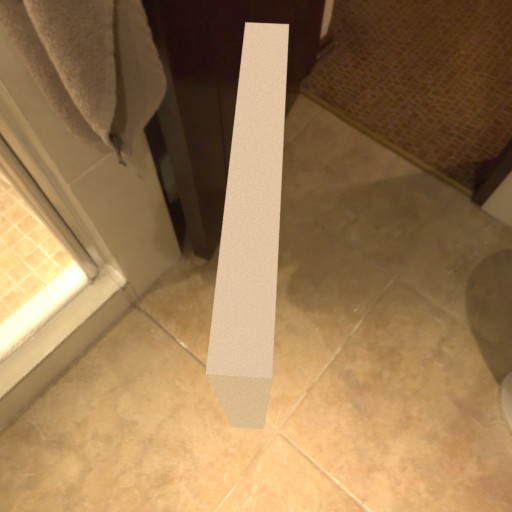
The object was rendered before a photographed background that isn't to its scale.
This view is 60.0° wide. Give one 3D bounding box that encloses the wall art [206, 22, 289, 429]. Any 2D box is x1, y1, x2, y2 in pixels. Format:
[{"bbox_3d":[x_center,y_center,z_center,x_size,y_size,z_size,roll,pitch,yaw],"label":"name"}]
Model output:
[{"bbox_3d":[0.000,0.000,0.457,0.038,0.304,0.305,3,64,2],"label":"wall art"}]
